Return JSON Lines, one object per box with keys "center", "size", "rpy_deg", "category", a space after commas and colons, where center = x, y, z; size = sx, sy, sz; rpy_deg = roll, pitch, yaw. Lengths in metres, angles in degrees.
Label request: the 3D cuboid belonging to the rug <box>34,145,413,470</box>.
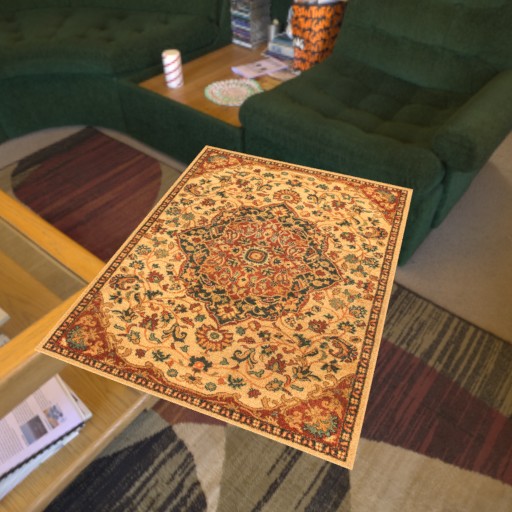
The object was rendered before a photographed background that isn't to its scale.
{"center": [0.000, 0.000, 4.073], "size": [2.454, 0.005, 3.067], "rpy_deg": [15, 48, 14], "category": "rug"}
